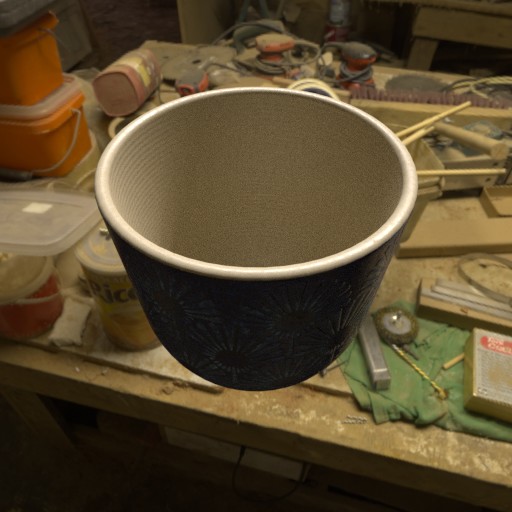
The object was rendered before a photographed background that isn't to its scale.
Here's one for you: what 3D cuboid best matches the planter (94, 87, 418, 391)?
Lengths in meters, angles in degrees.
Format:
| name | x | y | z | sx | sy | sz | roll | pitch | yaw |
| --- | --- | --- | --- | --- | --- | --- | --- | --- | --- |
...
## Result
| name | x | y | z | sx | sy | sz | roll | pitch | yaw |
| --- | --- | --- | --- | --- | --- | --- | --- | --- | --- |
| planter | 0.000 | 0.000 | 0.293 | 0.170 | 0.153 | 0.170 | 0 | 46 | 0 |
